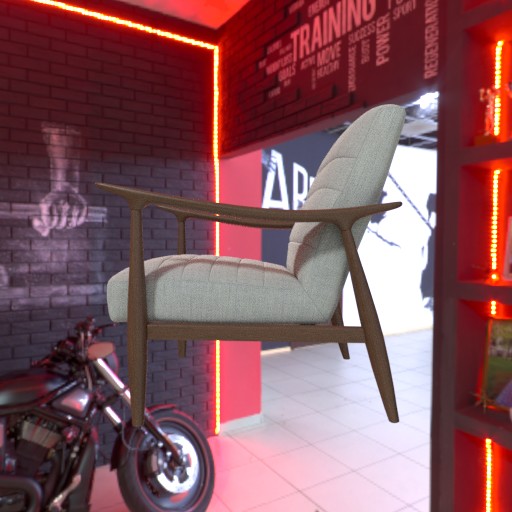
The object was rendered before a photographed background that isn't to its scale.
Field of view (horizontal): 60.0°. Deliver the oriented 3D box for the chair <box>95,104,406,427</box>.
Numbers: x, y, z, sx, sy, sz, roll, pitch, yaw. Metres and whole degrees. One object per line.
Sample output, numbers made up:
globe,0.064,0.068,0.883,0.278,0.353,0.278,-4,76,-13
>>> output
chair,0.000,0.000,1.432,0.798,0.832,0.741,0,2,0
